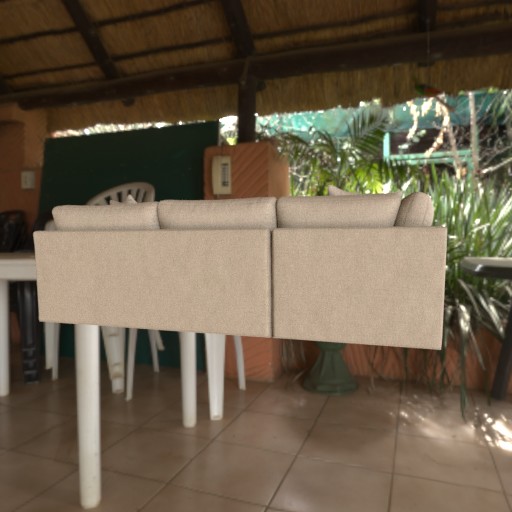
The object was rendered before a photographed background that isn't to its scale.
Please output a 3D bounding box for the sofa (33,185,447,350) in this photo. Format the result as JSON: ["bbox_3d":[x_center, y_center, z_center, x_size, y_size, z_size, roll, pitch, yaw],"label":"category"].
[{"bbox_3d":[0.000,0.000,3.833,2.896,0.978,1.994,1,2,19],"label":"sofa"}]
